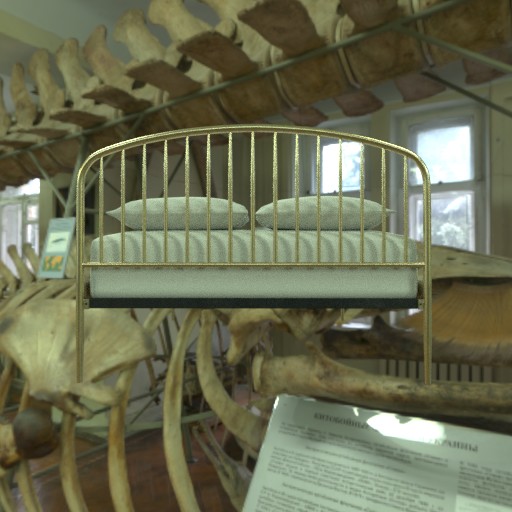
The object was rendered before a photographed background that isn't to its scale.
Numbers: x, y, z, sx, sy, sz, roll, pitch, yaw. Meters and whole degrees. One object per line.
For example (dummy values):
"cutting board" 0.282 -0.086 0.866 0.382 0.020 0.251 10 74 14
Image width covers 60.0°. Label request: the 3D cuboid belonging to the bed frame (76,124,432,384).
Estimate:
"bed frame" 0.000 0.000 3.070 1.612 1.175 2.152 0 -1 1
